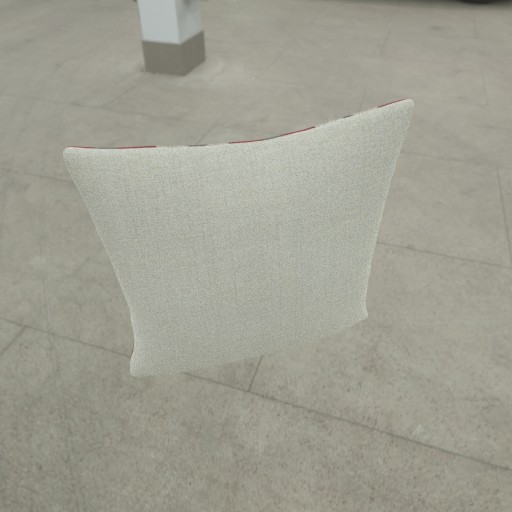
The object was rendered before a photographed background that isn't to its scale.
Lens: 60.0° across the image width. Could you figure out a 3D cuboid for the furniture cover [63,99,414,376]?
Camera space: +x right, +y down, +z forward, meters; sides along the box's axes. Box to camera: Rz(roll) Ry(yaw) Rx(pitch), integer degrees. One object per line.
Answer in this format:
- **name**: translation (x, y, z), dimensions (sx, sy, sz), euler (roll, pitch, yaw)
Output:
- **furniture cover**: translation (0.000, 0.000, 0.651), dimensions (0.435, 0.420, 0.145), euler (-11, 42, -13)
